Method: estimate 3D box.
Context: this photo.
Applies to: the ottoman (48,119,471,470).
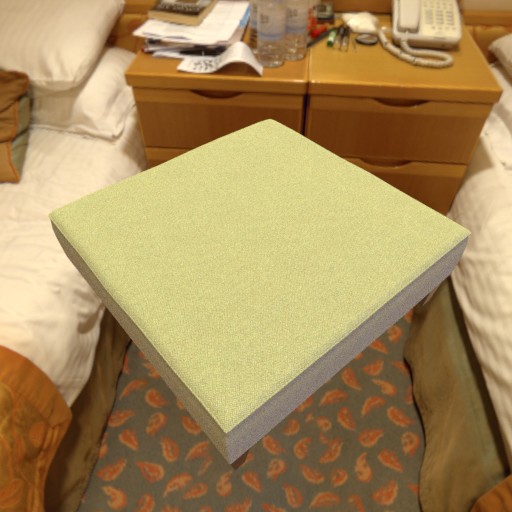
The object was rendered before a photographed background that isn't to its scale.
[{"bbox_3d":[0.000,0.000,1.543,1.004,0.379,0.968,-32,53,-27],"label":"ottoman"}]
